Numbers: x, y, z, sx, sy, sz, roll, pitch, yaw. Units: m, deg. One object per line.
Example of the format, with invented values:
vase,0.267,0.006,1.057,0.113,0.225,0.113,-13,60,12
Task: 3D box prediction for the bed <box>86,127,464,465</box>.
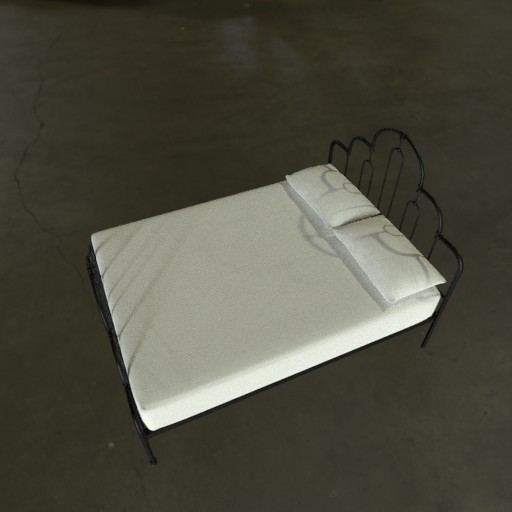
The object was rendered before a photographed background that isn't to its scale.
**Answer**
bed,0.000,0.000,3.148,2.181,1.444,1.626,-18,48,-17
